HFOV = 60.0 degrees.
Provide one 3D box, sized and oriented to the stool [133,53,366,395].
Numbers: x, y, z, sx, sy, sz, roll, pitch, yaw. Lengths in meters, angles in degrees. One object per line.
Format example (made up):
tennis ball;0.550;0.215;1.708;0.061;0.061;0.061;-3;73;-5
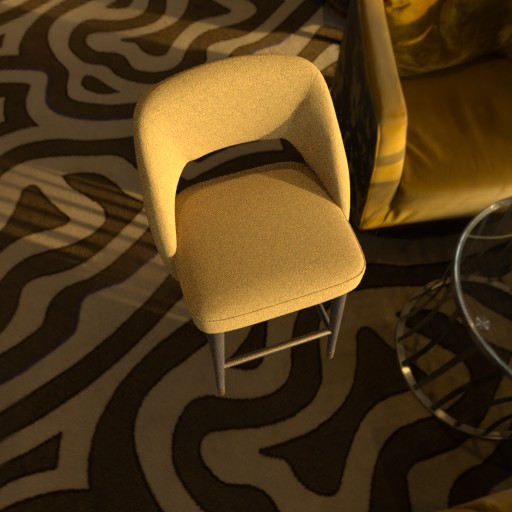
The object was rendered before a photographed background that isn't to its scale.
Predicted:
stool;0.000;0.000;1.350;0.536;1.032;0.522;-16;63;-8
